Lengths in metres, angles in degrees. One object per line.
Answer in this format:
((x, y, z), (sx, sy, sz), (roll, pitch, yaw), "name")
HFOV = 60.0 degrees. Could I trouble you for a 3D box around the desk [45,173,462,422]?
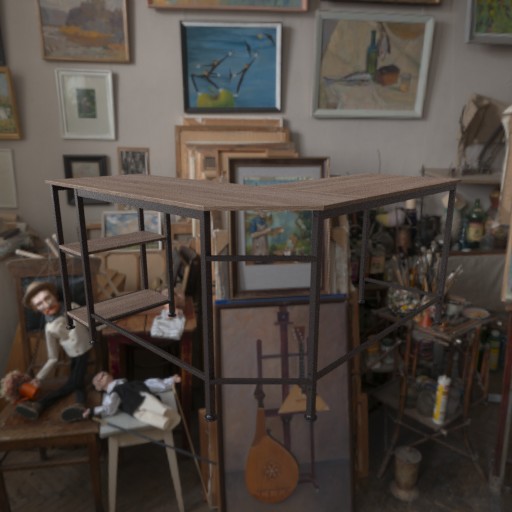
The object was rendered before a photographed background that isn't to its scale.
((0.000, 0.000, 2.171), (1.379, 0.739, 1.379), (14, 21, 42), "desk")
